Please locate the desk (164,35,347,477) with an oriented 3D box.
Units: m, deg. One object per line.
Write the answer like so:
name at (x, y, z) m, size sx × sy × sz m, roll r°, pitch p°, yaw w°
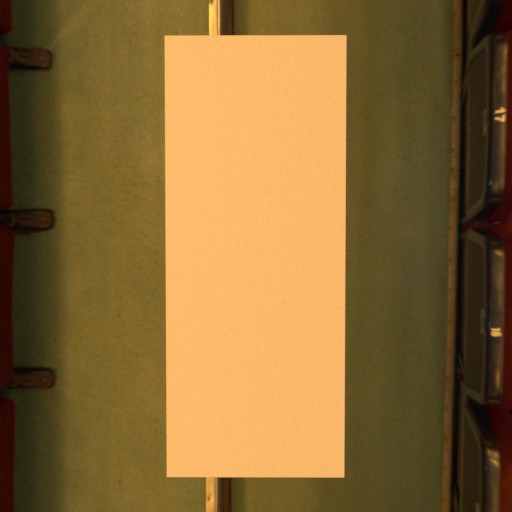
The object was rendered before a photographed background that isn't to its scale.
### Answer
desk at (0.000, 0.000, 1.761) m, size 0.559 × 0.774 × 1.372 m, roll 0°, pitch 91°, yaw 0°
